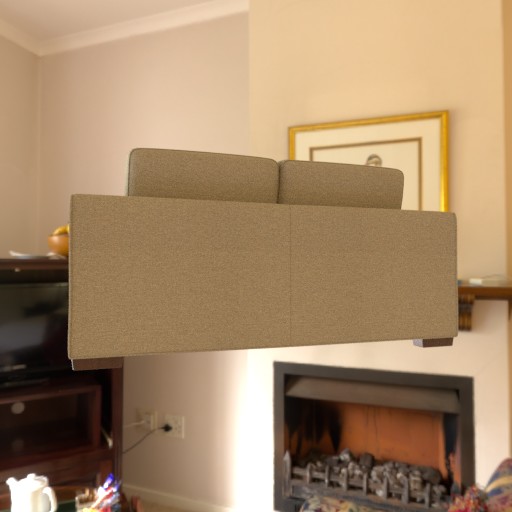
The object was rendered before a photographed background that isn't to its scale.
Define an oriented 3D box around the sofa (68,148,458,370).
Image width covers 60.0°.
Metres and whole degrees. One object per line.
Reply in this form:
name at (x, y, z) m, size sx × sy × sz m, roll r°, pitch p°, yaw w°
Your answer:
sofa at (0.000, 0.000, 2.431) m, size 1.812 × 0.924 × 1.007 m, roll 1°, pitch -2°, yaw -18°
